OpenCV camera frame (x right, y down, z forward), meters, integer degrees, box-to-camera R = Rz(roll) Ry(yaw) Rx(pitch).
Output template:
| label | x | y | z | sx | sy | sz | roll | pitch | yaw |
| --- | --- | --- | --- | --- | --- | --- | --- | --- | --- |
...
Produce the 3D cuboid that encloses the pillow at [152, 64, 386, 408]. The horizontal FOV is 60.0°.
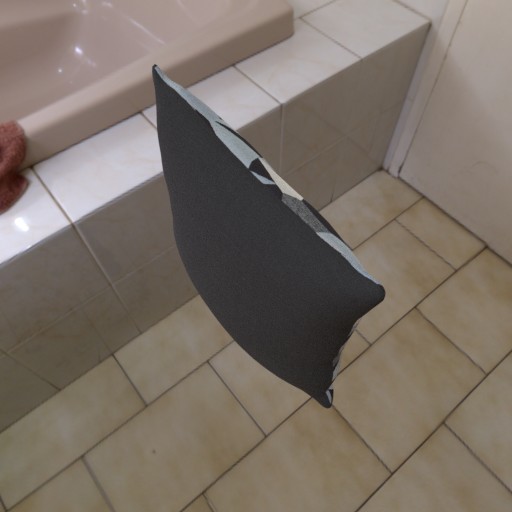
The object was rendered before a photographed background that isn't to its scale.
| label | x | y | z | sx | sy | sz | roll | pitch | yaw |
| --- | --- | --- | --- | --- | --- | --- | --- | --- | --- |
| pillow | 0.000 | 0.000 | 0.774 | 0.208 | 0.496 | 0.503 | -32 | 64 | -18 |
